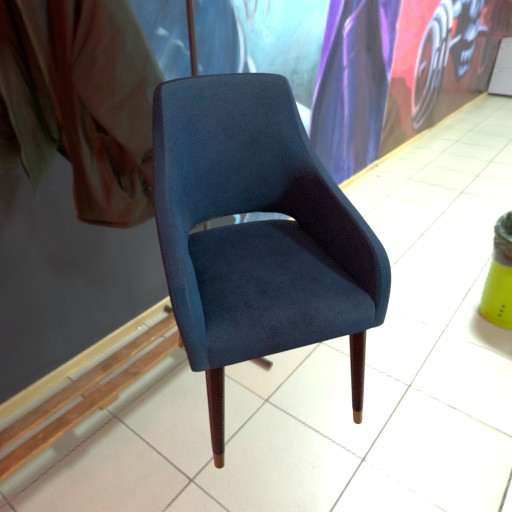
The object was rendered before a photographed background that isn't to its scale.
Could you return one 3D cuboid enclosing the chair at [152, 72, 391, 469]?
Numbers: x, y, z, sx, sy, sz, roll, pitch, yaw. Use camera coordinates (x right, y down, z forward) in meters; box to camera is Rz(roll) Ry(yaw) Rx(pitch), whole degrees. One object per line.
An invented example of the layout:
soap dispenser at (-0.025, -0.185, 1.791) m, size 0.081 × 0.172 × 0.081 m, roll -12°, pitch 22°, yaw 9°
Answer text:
chair at (0.000, 0.000, 1.565) m, size 0.683 × 1.081 × 0.794 m, roll -11°, pitch 34°, yaw -16°
